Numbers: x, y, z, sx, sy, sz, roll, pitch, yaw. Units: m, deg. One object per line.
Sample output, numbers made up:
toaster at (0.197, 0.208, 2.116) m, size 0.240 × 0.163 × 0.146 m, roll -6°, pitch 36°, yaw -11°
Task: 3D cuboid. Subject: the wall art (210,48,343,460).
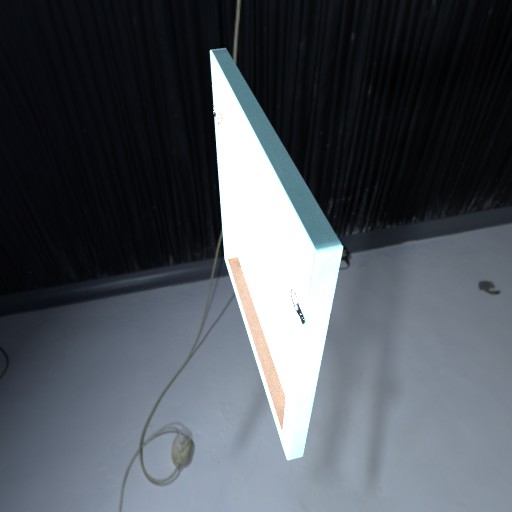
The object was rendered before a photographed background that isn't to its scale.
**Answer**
wall art at (0.000, 0.000, 1.607) m, size 0.070 × 1.073 × 1.071 m, roll -11°, pitch 46°, yaw -11°
